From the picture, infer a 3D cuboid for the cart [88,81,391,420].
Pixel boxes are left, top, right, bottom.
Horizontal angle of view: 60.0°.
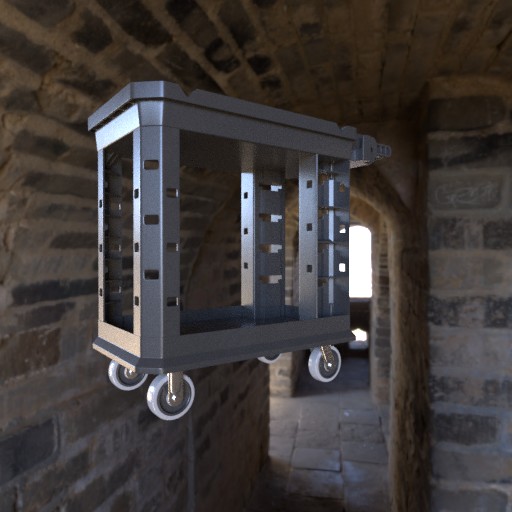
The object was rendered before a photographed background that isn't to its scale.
[{"bbox_3d":[0.000,0.000,1.584,1.061,0.884,0.497,0,1,-36],"label":"cart"}]
